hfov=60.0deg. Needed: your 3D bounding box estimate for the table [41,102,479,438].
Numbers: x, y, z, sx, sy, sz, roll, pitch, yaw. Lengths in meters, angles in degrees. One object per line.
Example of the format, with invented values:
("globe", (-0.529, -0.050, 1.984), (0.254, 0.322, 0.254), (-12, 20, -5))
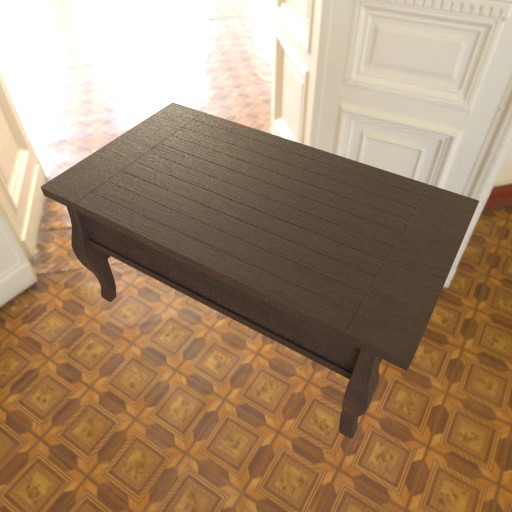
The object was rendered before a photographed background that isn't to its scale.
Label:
("table", (0.000, 0.000, 1.399), (1.062, 0.494, 0.600), (24, 51, 21))
